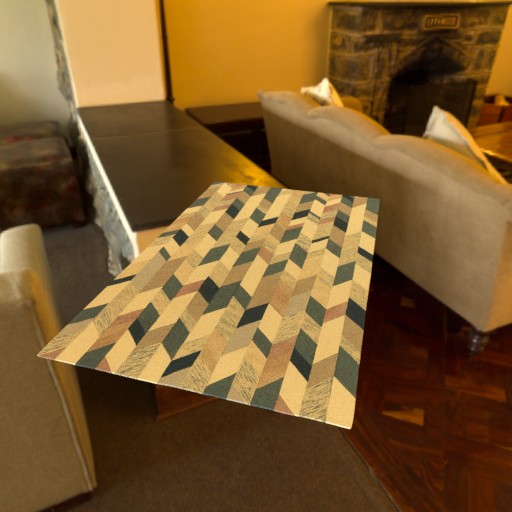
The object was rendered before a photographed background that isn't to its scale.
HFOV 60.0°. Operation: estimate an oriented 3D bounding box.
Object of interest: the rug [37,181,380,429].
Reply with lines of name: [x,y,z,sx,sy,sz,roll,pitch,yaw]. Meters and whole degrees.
rug: [0.000,0.000,2.969,1.513,0.008,2.423,8,32,14]
